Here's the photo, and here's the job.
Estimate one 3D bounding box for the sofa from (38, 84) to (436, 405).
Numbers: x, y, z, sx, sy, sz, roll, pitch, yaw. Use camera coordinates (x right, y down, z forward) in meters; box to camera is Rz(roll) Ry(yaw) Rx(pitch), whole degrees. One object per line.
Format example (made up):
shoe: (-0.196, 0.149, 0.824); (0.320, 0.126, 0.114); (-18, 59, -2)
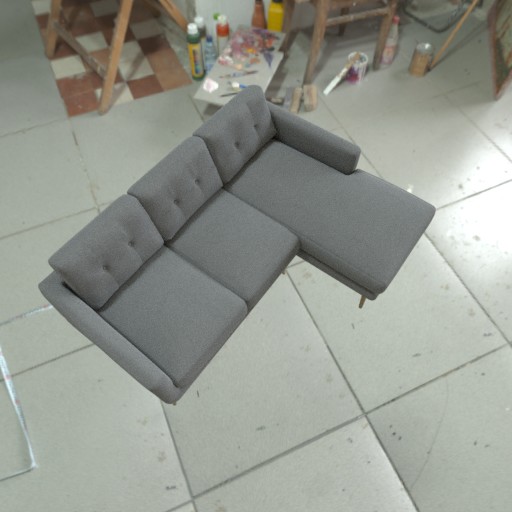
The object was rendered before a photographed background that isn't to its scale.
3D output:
sofa: (0.000, 0.000, 2.775); (1.530, 0.860, 2.040); (32, 64, 18)
